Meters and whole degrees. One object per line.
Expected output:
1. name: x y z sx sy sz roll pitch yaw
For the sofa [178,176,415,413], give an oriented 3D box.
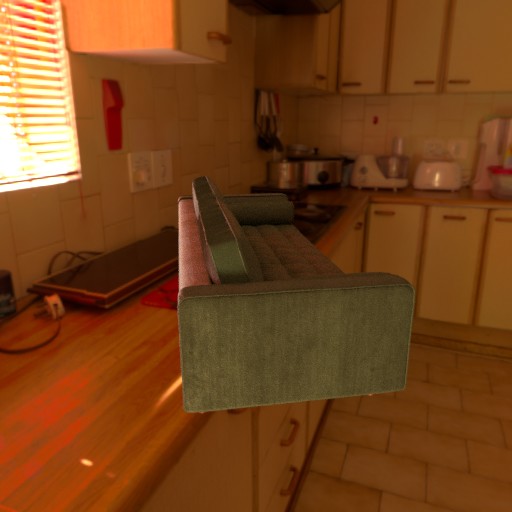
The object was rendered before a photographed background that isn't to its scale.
1. sofa: 0.000 0.000 2.687 0.918 0.769 2.199 -3 17 -9
